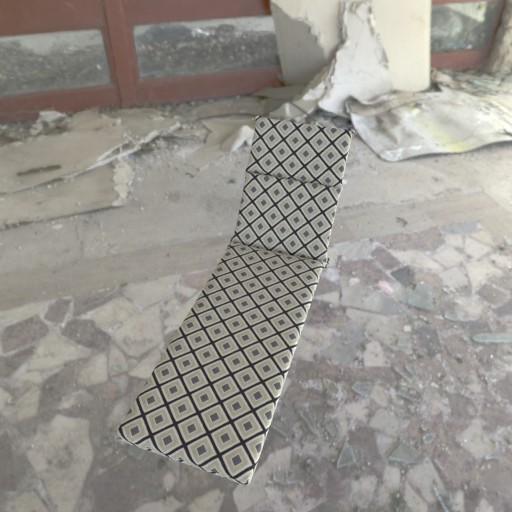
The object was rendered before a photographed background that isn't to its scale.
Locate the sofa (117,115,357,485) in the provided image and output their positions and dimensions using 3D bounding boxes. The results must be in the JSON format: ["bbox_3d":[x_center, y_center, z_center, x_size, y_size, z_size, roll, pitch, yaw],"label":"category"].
[{"bbox_3d":[0.000,0.000,1.978,0.582,0.622,1.663,12,42,14],"label":"sofa"}]
